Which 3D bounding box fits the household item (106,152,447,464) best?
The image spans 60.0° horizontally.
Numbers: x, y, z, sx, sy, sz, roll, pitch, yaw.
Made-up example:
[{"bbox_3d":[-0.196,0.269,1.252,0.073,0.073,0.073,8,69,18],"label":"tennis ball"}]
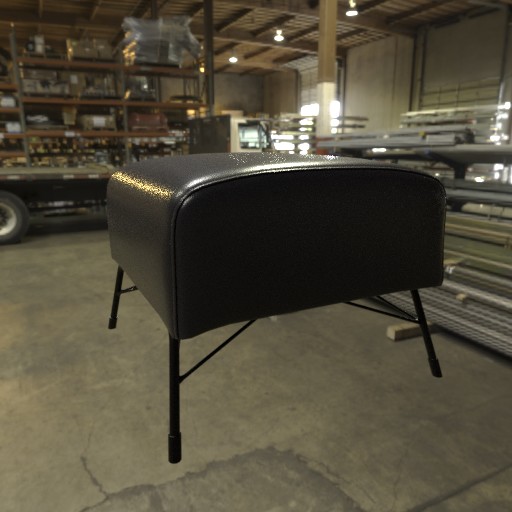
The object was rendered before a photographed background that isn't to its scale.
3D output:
[{"bbox_3d":[0.000,0.000,0.899,0.530,0.410,0.530,-7,16,-26],"label":"household item"}]
